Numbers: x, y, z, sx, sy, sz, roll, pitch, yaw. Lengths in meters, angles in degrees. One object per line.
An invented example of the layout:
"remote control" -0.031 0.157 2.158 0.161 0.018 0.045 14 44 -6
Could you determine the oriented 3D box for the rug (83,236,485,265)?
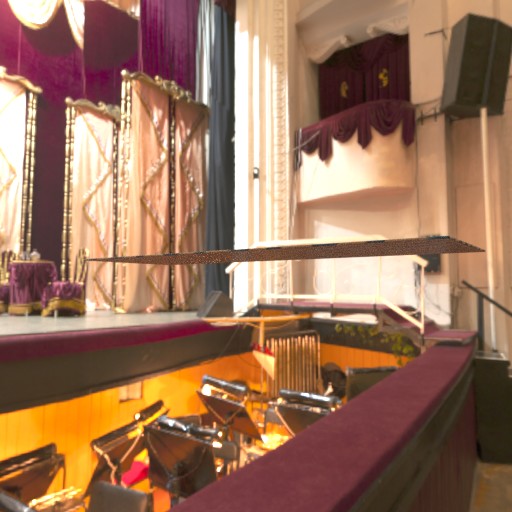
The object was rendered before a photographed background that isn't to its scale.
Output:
"rug" 0.000 0.000 1.682 1.492 0.007 0.503 -3 -5 36
